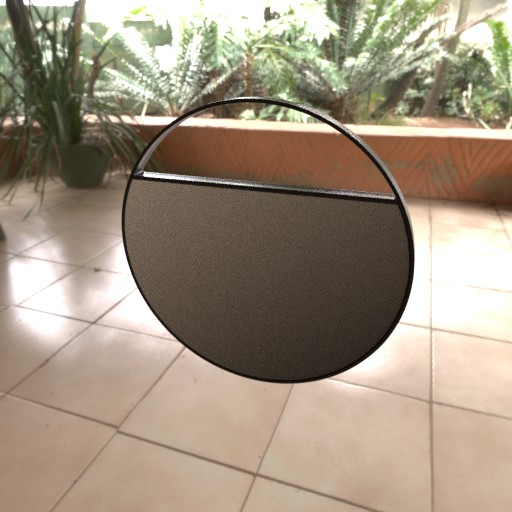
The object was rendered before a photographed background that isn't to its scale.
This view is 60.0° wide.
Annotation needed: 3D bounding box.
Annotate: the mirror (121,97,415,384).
[{"bbox_3d":[0.000,0.000,0.837,0.565,0.565,0.032,8,26,17],"label":"mirror"}]
